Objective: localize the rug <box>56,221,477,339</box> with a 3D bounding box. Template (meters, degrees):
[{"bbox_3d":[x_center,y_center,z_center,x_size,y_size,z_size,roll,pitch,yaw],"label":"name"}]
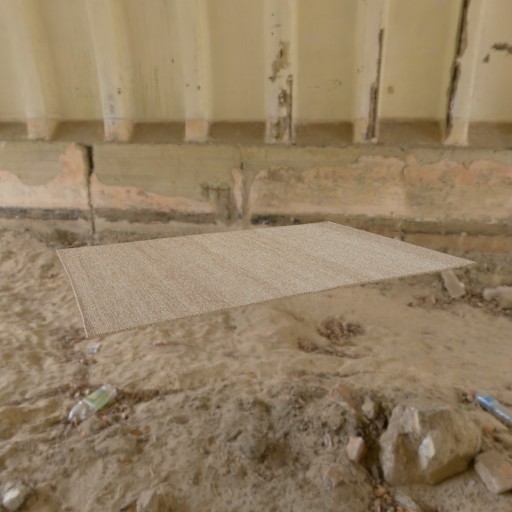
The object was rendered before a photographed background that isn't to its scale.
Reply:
[{"bbox_3d":[0.000,0.000,2.949,2.346,0.029,1.574,-8,17,-26],"label":"rug"}]
